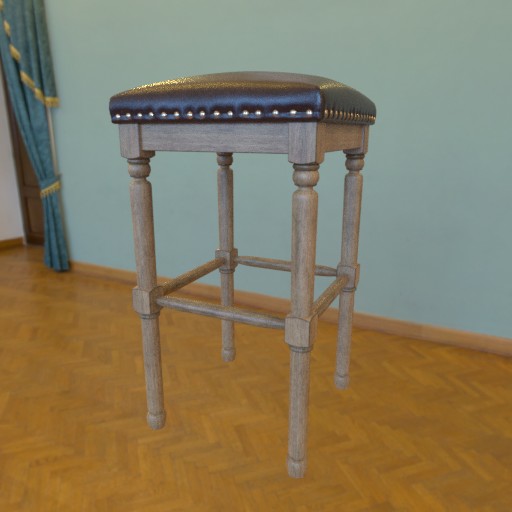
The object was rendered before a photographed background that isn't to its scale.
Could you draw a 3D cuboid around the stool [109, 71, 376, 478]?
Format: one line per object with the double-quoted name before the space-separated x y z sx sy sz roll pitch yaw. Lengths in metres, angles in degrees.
"stool" 0.000 0.000 0.917 0.382 0.702 0.383 7 17 24
